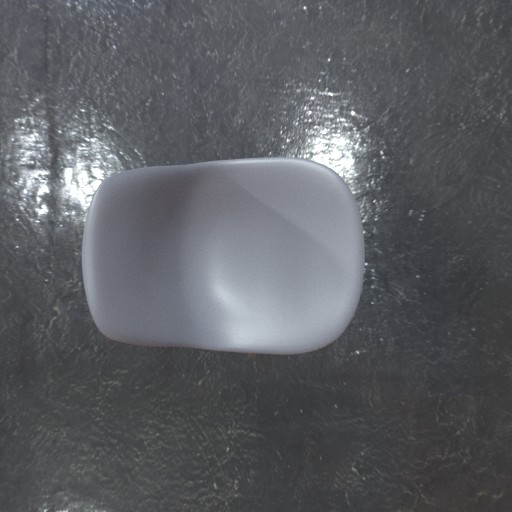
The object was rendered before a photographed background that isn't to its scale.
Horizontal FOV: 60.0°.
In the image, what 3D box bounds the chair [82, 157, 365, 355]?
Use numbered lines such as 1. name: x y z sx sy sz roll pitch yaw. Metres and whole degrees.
1. chair: 0.000 0.000 1.088 0.533 0.826 0.470 0 90 0
